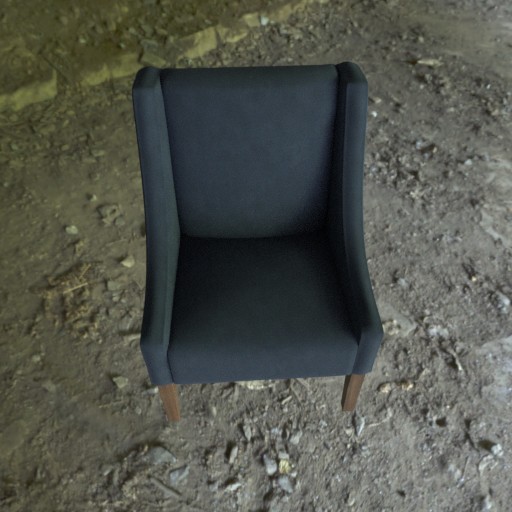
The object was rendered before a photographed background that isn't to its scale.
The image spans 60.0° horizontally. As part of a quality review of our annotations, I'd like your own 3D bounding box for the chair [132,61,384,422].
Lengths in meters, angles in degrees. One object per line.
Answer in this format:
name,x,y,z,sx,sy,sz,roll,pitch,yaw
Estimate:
chair,0.000,0.000,1.313,0.629,0.895,0.629,-2,45,-2
